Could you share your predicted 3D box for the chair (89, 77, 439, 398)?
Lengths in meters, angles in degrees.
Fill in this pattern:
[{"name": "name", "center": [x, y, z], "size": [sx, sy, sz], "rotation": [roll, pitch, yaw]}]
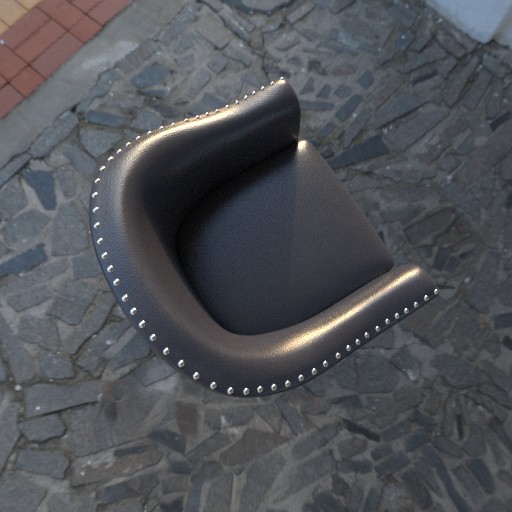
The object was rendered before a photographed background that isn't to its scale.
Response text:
[{"name": "chair", "center": [0.000, 0.000, 1.426], "size": [0.748, 0.823, 0.794], "rotation": [-31, 78, -8]}]
